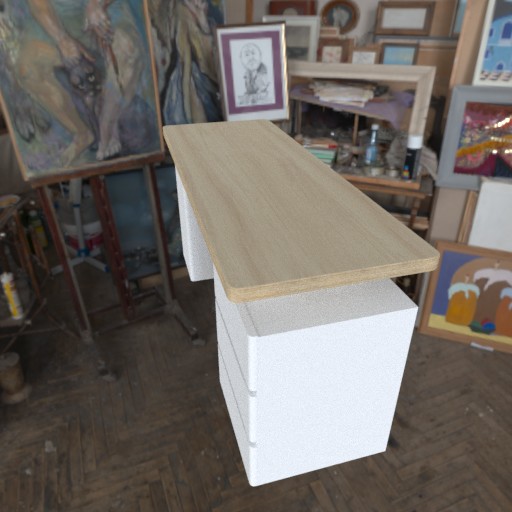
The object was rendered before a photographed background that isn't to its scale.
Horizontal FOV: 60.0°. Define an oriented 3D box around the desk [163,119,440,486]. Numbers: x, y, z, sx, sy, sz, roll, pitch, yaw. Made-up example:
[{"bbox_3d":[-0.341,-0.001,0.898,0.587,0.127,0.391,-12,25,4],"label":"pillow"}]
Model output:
[{"bbox_3d":[0.000,0.000,1.851,0.550,0.755,1.500,-8,31,-14],"label":"desk"}]
